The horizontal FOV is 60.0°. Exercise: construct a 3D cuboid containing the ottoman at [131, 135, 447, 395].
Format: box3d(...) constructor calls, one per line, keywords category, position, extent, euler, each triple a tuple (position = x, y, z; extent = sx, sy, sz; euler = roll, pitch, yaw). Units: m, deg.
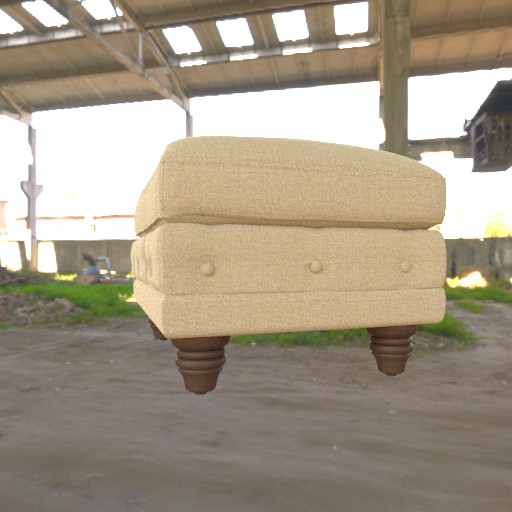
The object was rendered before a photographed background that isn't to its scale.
box3d(category="ottoman", position=(0.000, 0.000, 1.048), extent=(0.541, 0.463, 0.684), euler=(0, -1, -18))
